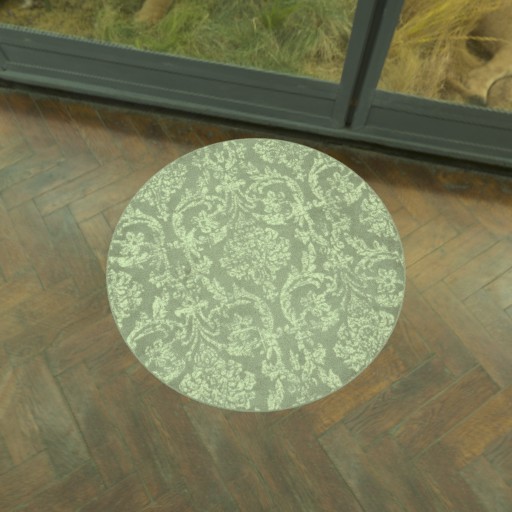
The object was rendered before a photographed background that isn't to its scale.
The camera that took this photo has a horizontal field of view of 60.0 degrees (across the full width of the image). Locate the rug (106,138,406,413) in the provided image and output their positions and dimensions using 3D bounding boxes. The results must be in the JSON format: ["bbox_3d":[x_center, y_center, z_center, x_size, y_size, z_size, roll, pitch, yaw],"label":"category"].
[{"bbox_3d":[0.000,0.000,2.378,1.593,0.012,1.593,0,65,0],"label":"rug"}]
